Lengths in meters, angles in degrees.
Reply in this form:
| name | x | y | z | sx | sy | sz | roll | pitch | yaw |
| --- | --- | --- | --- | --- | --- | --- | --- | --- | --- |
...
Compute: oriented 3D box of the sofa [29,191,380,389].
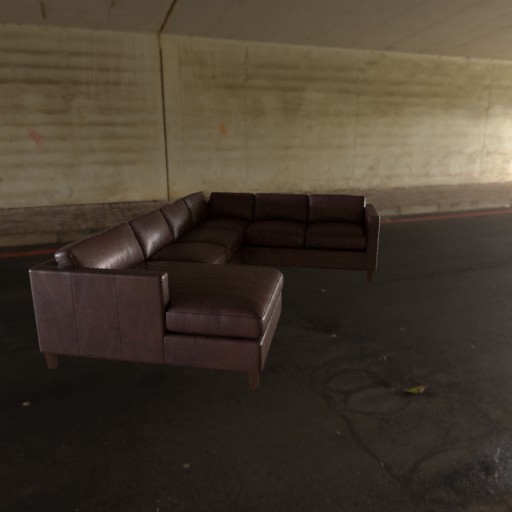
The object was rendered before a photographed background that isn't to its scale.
| name | x | y | z | sx | sy | sz | roll | pitch | yaw |
| --- | --- | --- | --- | --- | --- | --- | --- | --- | --- |
| sofa | 0.000 | 0.000 | 4.344 | 2.452 | 0.891 | 3.324 | 3 | 15 | 10 |
